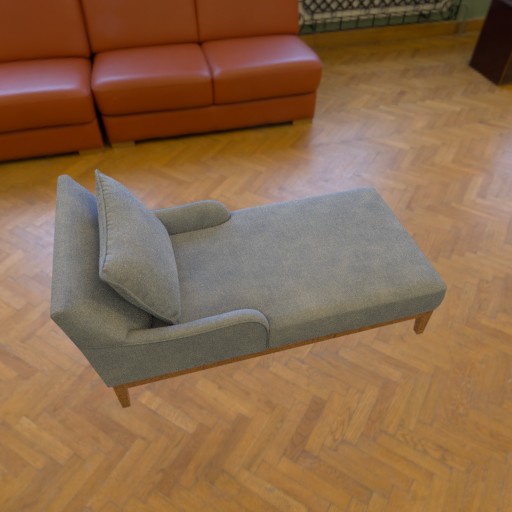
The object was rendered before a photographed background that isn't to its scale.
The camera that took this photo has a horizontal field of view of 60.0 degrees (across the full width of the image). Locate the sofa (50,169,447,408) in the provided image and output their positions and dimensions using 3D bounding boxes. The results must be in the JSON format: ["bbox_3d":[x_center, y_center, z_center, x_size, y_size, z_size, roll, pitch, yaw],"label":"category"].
[{"bbox_3d":[0.000,0.000,2.314,1.779,0.883,0.904,-11,47,-11],"label":"sofa"}]
